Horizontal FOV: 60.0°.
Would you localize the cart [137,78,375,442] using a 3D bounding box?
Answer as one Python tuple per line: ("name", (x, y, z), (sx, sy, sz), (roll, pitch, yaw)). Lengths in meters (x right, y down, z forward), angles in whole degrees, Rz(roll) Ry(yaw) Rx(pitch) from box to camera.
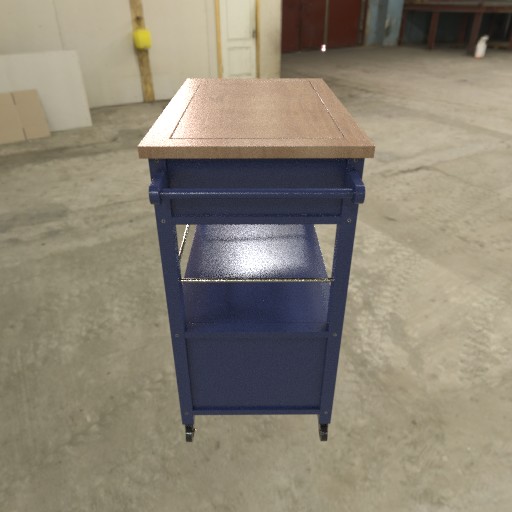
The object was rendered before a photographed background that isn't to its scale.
("cart", (0.000, 0.000, 1.374), (0.459, 0.901, 0.840), (0, 31, 0))
